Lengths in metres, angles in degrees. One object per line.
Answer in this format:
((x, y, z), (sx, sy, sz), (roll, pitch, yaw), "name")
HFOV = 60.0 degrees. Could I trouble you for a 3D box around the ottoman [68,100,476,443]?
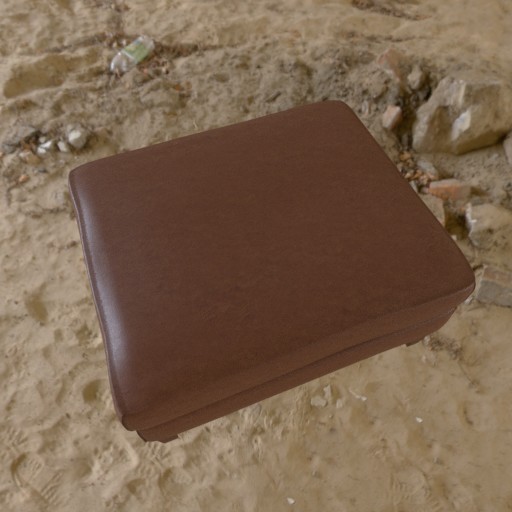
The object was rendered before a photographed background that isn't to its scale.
((0.000, 0.000, 1.429), (0.987, 0.472, 0.836), (-18, 59, -11), "ottoman")
